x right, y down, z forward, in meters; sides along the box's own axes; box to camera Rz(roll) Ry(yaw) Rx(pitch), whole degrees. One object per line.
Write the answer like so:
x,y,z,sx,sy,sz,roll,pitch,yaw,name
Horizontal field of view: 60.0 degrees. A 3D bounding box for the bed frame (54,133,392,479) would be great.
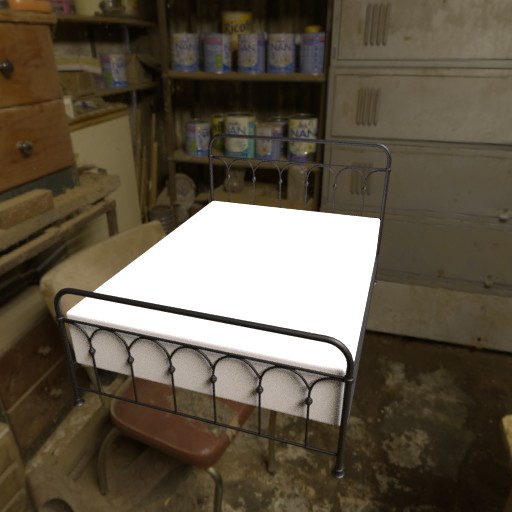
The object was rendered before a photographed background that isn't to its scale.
0.000,0.000,3.151,1.664,1.276,2.203,8,27,16,bed frame
